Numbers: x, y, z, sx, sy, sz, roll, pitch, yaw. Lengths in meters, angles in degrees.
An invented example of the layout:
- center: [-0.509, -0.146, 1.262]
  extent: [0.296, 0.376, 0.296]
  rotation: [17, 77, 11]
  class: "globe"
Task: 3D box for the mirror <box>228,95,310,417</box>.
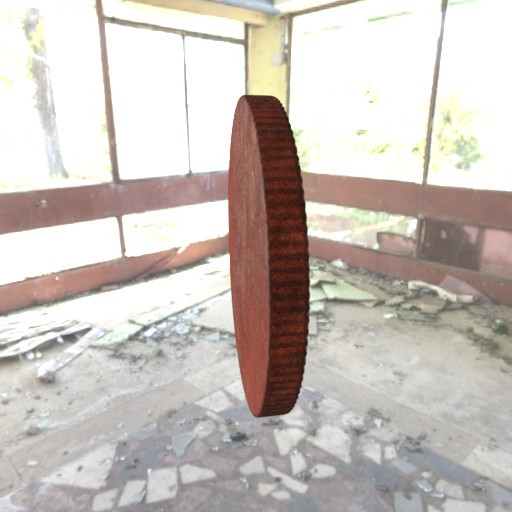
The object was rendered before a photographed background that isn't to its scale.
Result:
- center: [0.000, 0.000, 0.892]
  extent: [0.056, 0.609, 0.609]
  rotation: [-2, 16, -8]
  class: "mirror"
